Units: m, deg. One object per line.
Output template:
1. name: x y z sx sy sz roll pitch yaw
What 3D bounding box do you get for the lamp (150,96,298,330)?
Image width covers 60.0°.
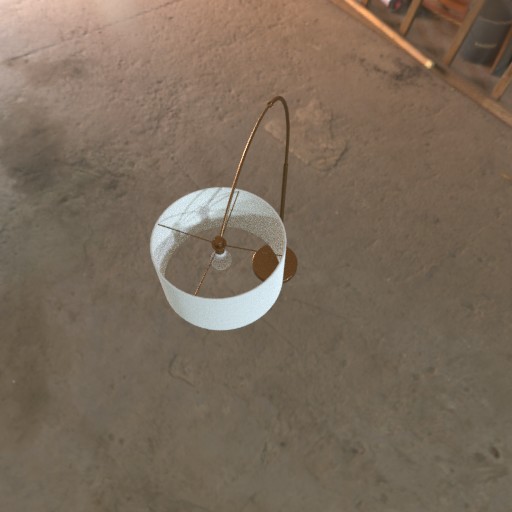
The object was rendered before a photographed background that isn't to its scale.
1. lamp: 0.000 0.000 2.559 0.493 1.927 1.434 14 59 9
